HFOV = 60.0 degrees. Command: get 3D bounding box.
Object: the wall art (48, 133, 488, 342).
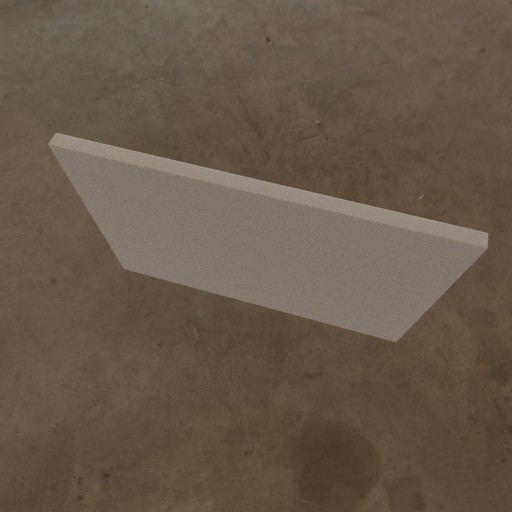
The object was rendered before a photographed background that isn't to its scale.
[{"bbox_3d":[0.000,0.000,1.147,0.898,0.601,0.038,14,64,7],"label":"wall art"}]
